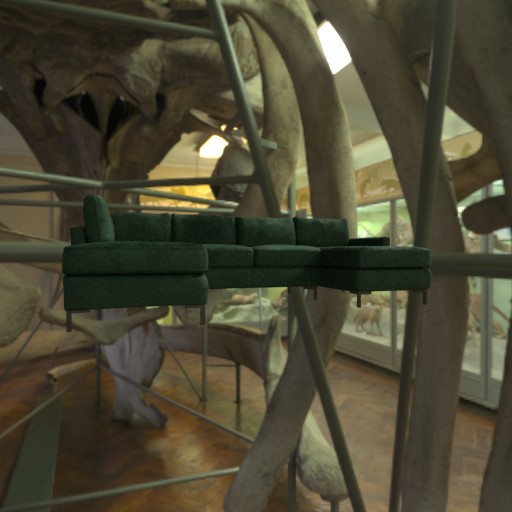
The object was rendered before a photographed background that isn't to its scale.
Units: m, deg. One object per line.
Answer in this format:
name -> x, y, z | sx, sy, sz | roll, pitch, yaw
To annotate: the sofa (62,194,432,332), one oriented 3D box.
sofa -> 0.000, 0.000, 3.893 | 2.994, 0.861, 1.992 | 0, 0, -19
